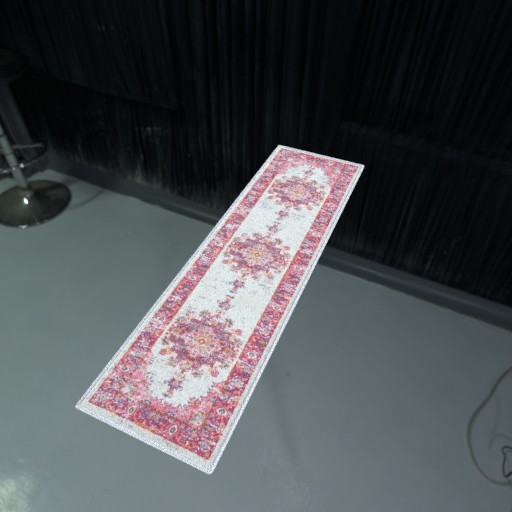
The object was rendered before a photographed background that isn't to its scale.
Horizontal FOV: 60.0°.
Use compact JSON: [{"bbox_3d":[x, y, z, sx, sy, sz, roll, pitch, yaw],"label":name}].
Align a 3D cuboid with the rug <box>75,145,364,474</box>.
[{"bbox_3d":[0.000,0.000,2.530,0.666,0.011,2.294,18,48,17],"label":"rug"}]
